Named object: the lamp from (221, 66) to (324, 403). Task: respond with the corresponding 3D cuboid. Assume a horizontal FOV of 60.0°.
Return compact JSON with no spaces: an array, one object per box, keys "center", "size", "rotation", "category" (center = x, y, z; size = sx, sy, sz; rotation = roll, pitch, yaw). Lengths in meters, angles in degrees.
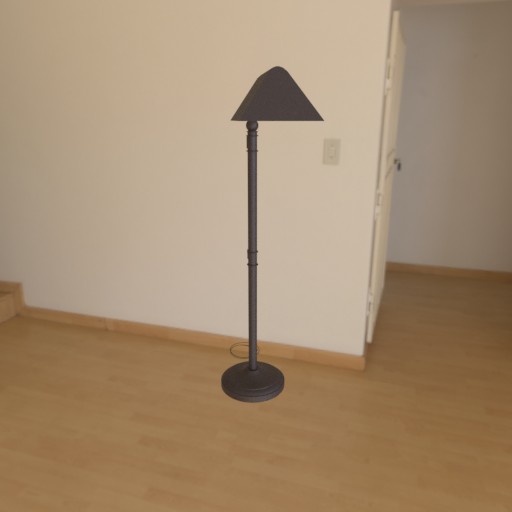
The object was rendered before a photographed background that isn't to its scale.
[{"center":[0.000,0.000,0.955],"size":[0.159,0.708,0.545],"rotation":[-2,17,-7],"category":"lamp"}]
